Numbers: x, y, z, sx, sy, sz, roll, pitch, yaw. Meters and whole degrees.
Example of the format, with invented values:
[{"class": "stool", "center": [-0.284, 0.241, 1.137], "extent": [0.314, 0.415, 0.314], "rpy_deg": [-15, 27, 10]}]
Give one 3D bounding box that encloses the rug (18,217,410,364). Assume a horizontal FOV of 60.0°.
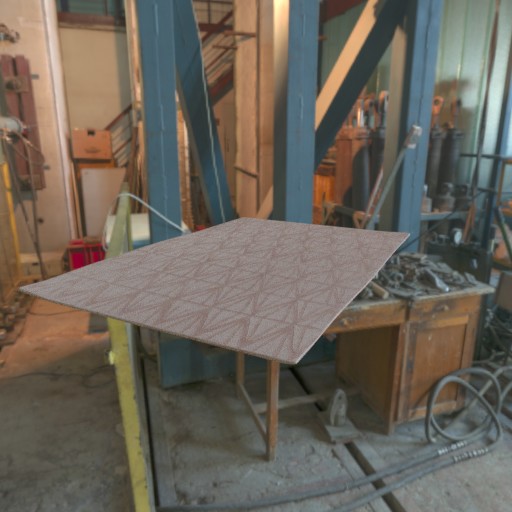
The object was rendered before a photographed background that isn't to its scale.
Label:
[{"class": "rug", "center": [0.000, 0.000, 2.290], "extent": [1.230, 0.025, 1.837], "rpy_deg": [8, 18, 27]}]
